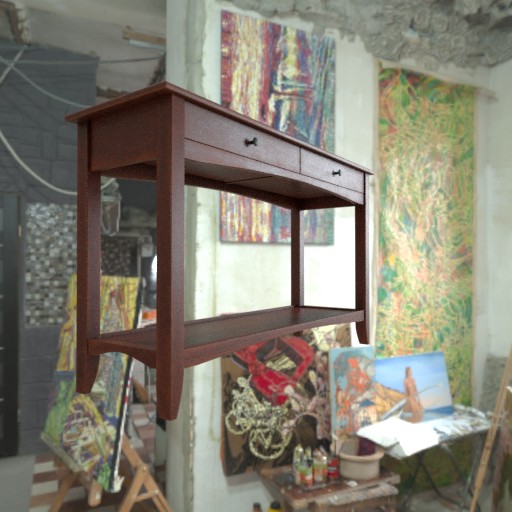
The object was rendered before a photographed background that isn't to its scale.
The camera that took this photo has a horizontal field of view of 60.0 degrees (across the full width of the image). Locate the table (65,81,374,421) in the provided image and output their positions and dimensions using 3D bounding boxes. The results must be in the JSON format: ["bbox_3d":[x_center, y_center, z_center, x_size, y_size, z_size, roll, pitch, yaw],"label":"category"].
[{"bbox_3d":[0.000,0.000,1.537,0.392,0.739,1.188,-1,-1,36],"label":"table"}]
